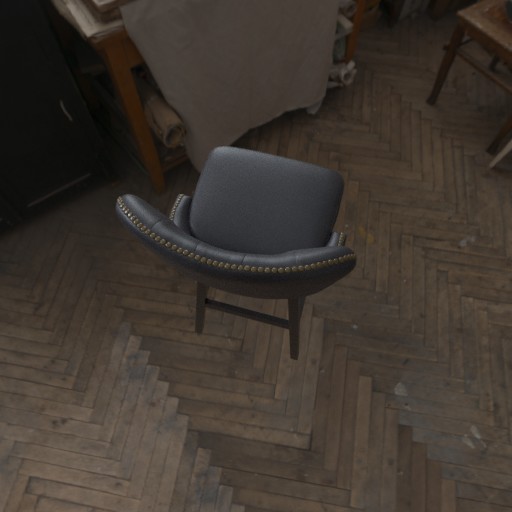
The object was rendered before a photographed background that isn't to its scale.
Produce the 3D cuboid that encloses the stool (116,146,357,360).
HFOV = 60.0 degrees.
[{"bbox_3d":[0.000,0.000,1.430,0.528,1.050,0.601,14,65,7],"label":"stool"}]
